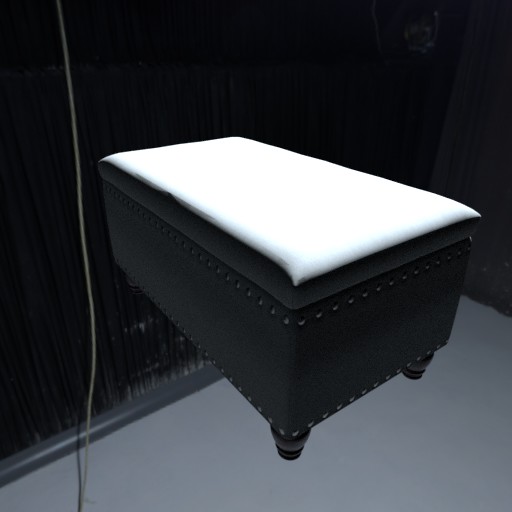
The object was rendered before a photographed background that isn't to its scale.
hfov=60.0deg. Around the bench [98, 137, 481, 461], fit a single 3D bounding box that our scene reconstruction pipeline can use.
[{"bbox_3d":[0.000,0.000,1.174,0.500,0.449,0.887,-18,31,-32],"label":"bench"}]
